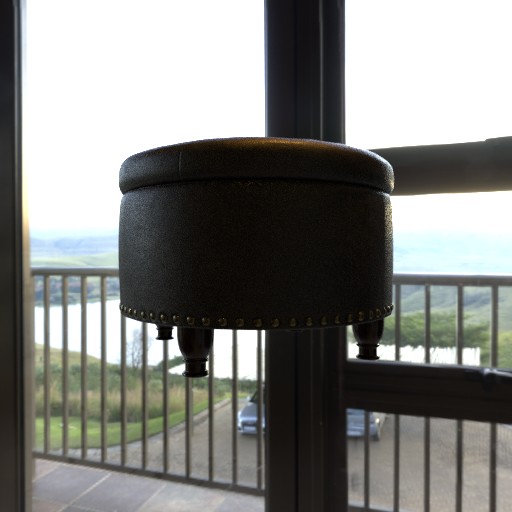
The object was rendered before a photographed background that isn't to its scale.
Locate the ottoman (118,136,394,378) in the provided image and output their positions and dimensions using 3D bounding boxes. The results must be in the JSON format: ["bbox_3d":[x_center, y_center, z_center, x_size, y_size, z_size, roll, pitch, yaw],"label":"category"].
[{"bbox_3d":[0.000,0.000,1.072,0.637,0.442,0.637,0,0,0],"label":"ottoman"}]
